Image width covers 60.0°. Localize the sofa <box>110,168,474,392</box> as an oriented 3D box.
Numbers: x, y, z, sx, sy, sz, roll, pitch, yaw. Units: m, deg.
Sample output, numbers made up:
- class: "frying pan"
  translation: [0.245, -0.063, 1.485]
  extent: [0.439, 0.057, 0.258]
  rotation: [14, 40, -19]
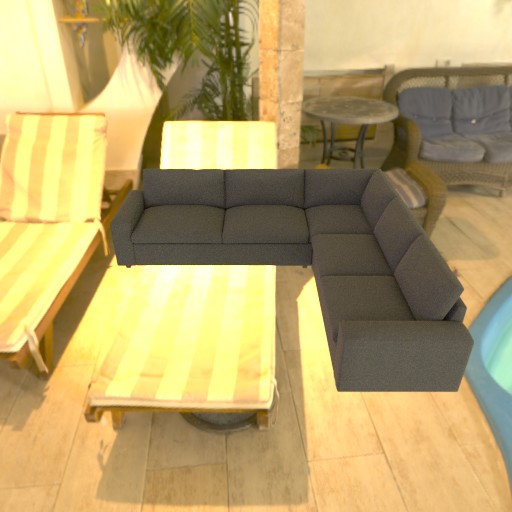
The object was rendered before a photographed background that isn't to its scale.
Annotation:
- class: "sofa"
  translation: [0.000, 0.000, 4.609]
  extent: [3.277, 0.965, 2.895]
  rotation: [0, 31, 0]
